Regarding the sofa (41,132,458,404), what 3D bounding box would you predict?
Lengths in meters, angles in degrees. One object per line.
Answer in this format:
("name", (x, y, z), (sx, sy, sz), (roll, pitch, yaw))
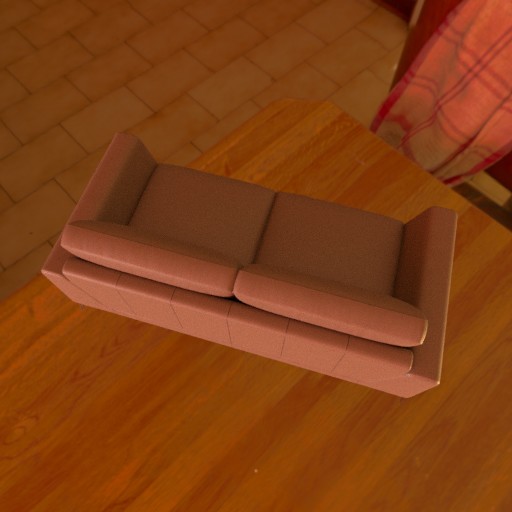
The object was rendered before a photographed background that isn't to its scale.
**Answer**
("sofa", (0.000, 0.000, 2.458), (2.017, 0.875, 0.953), (15, 65, 7))
